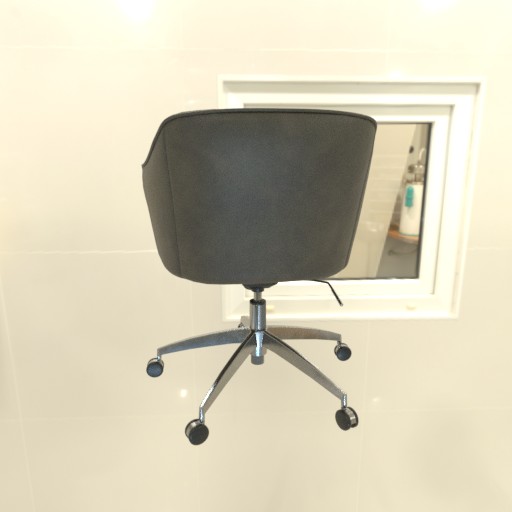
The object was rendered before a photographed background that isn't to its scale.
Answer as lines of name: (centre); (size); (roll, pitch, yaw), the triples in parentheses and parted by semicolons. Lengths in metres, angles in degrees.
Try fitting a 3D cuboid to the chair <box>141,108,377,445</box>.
chair: (0.000, 0.000, 1.372); (0.713, 0.827, 0.689); (-3, 14, -10)
